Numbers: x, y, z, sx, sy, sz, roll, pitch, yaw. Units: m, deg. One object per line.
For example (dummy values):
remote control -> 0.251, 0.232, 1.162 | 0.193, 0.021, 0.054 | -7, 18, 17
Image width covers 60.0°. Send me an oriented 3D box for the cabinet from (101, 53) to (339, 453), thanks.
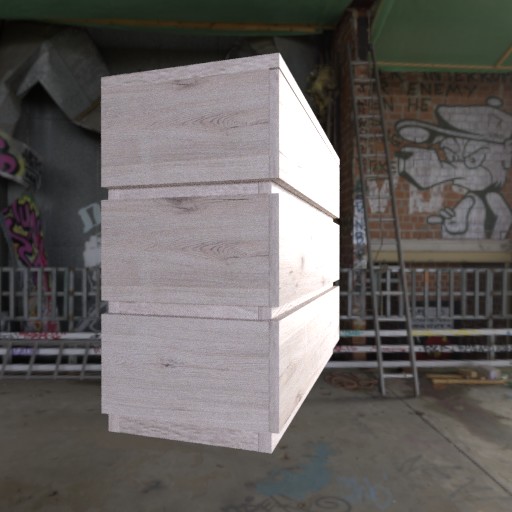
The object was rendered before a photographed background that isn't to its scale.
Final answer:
cabinet -> 0.000, 0.000, 1.449 | 0.420, 0.820, 1.040 | 0, 0, 17
